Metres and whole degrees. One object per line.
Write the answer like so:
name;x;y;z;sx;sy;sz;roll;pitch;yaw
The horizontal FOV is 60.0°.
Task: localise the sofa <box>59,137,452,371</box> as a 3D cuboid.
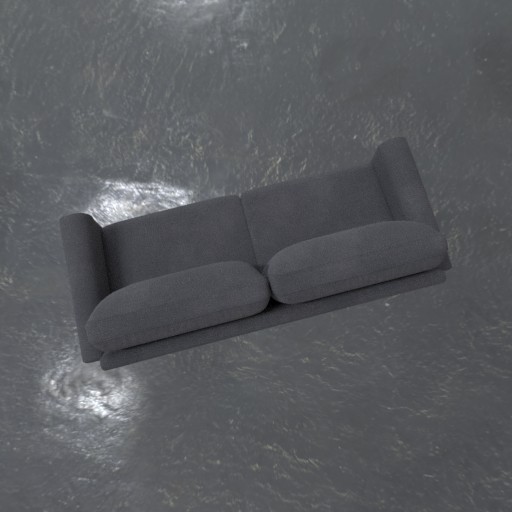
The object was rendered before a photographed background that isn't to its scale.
sofa;0.000;0.000;2.411;1.935;0.942;0.842;-14;75;-4
